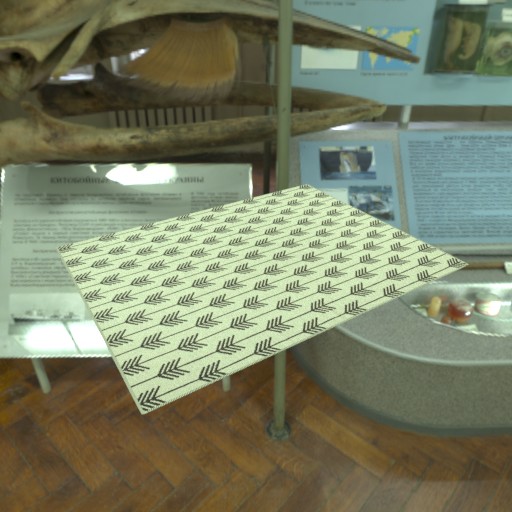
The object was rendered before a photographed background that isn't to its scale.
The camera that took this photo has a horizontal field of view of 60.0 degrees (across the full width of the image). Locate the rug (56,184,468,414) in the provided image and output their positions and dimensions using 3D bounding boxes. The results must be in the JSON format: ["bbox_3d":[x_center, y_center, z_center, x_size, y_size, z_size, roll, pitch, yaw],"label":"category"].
[{"bbox_3d":[0.000,0.000,4.112,3.061,0.010,2.330,-18,35,-28],"label":"rug"}]
